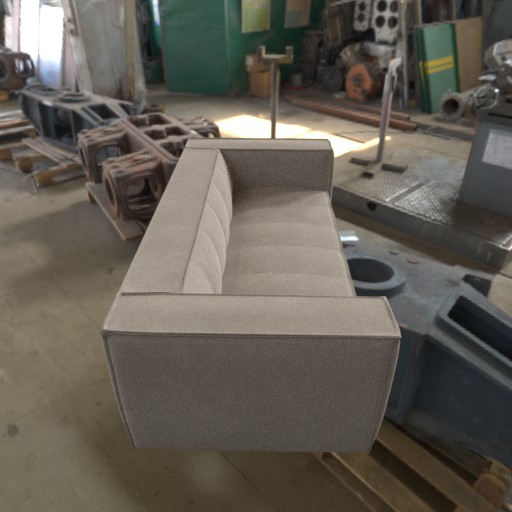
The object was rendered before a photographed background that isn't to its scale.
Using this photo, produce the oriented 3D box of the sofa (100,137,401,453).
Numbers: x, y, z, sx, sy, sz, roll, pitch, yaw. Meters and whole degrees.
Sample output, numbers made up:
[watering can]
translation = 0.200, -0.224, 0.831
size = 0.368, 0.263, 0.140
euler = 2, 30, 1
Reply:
[sofa]
translation = 0.000, 0.000, 2.416
size = 1.038, 0.680, 1.995
euler = 1, 33, 1
